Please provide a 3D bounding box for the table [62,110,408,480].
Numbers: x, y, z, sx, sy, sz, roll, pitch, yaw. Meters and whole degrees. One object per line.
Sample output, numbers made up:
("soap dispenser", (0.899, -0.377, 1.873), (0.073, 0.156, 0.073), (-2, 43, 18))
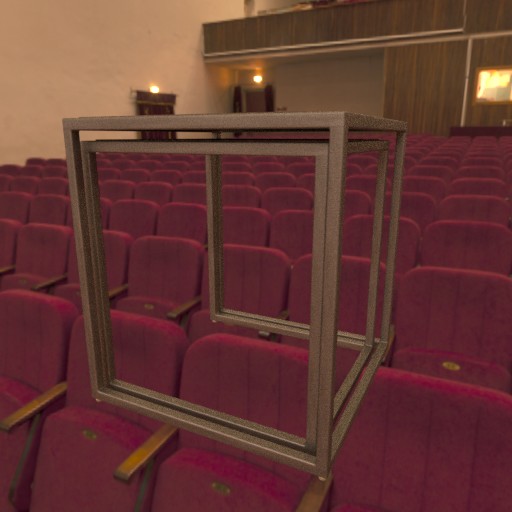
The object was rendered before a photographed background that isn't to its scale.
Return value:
("table", (0.000, 0.000, 0.847), (0.449, 0.500, 0.450), (7, 17, 26))
